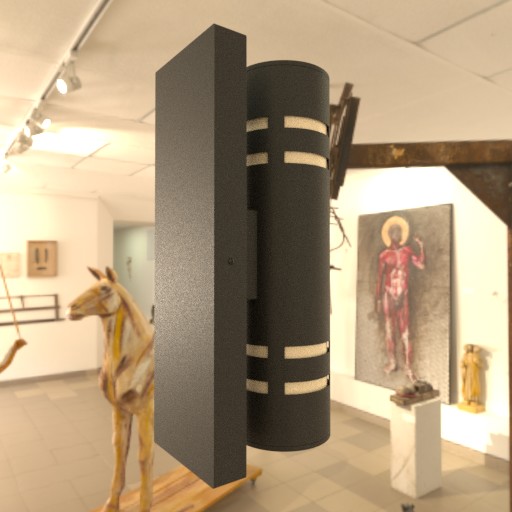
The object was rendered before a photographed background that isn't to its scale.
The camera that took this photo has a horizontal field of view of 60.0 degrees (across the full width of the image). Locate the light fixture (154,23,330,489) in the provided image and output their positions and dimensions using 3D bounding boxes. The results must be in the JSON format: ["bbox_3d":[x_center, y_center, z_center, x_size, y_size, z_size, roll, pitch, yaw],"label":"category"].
[{"bbox_3d":[0.000,0.000,0.399,0.149,0.330,0.105,1,-1,-36],"label":"light fixture"}]
